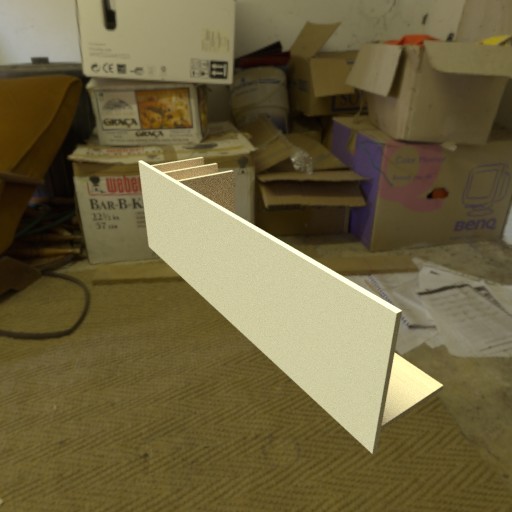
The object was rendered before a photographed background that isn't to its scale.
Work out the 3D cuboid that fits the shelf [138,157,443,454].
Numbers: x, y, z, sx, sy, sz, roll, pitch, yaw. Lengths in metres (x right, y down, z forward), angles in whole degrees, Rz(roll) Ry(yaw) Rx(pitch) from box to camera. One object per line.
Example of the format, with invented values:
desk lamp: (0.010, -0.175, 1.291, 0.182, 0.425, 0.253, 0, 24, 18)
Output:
shelf: (0.000, 0.000, 1.140, 0.200, 0.300, 1.020, -17, 32, -30)
